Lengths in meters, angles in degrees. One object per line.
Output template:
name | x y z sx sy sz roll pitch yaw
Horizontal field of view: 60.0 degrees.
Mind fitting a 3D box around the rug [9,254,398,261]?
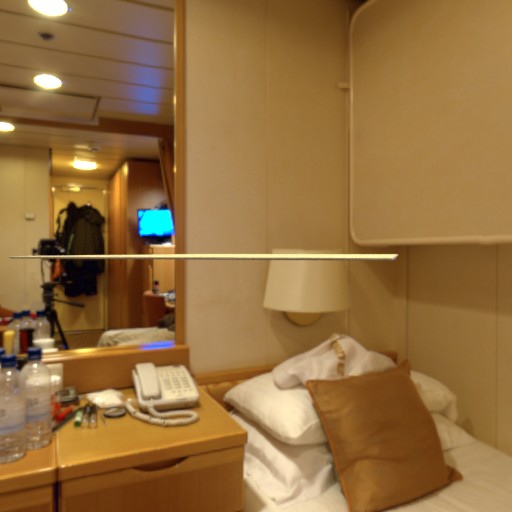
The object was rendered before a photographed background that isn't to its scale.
rug | 0.000 0.000 3.774 2.288 0.018 2.895 0 1 18
